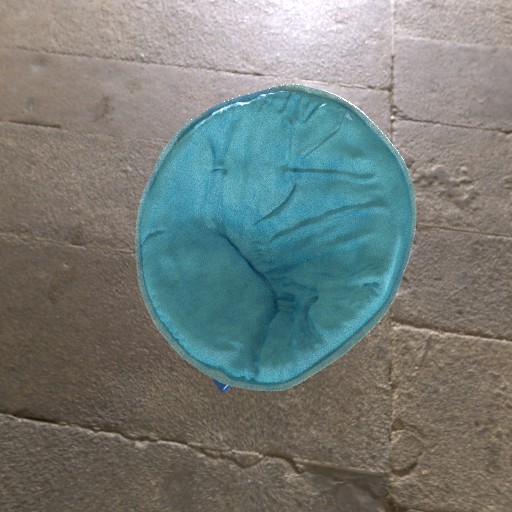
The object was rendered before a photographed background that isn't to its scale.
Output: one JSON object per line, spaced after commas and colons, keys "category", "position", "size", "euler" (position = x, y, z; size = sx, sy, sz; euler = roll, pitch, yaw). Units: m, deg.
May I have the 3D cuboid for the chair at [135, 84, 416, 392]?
{"category": "chair", "position": [0.000, 0.000, 0.875], "size": [0.465, 0.478, 0.520], "euler": [-34, 68, -16]}
